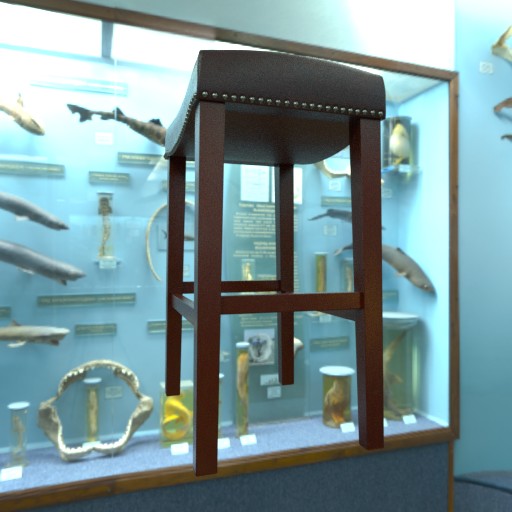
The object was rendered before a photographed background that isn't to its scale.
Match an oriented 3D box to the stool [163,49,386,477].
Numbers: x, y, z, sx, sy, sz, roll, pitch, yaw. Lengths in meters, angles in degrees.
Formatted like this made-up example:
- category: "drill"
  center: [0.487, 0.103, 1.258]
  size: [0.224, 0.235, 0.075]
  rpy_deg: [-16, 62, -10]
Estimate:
- category: "stool"
  center: [0.000, 0.000, 1.023]
  size: [0.372, 0.742, 0.504]
  rpy_deg: [0, 0, -18]
